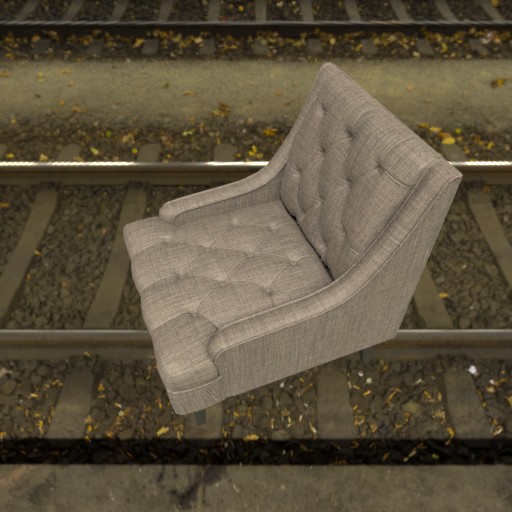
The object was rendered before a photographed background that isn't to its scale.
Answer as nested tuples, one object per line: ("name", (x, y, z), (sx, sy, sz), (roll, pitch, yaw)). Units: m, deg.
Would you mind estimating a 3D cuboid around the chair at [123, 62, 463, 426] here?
("chair", (0.000, 0.000, 1.418), (0.771, 0.891, 0.655), (-16, 49, -14))
